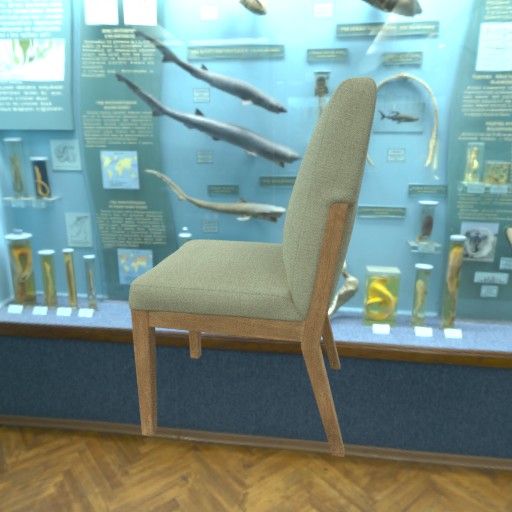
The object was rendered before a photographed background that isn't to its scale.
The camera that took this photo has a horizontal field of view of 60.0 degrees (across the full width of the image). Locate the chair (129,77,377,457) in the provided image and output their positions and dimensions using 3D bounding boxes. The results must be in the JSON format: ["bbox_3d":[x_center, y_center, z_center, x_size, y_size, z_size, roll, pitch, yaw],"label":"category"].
[{"bbox_3d":[0.000,0.000,1.277,0.586,0.911,0.507,2,15,9],"label":"chair"}]
